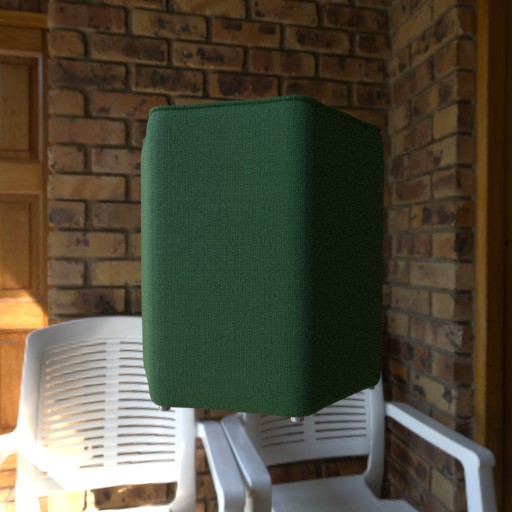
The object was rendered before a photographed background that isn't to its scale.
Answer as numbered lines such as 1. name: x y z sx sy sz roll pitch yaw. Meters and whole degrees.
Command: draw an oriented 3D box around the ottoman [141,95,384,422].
1. ottoman: 0.000 0.000 0.899 0.444 0.507 0.499 0 1 -17
